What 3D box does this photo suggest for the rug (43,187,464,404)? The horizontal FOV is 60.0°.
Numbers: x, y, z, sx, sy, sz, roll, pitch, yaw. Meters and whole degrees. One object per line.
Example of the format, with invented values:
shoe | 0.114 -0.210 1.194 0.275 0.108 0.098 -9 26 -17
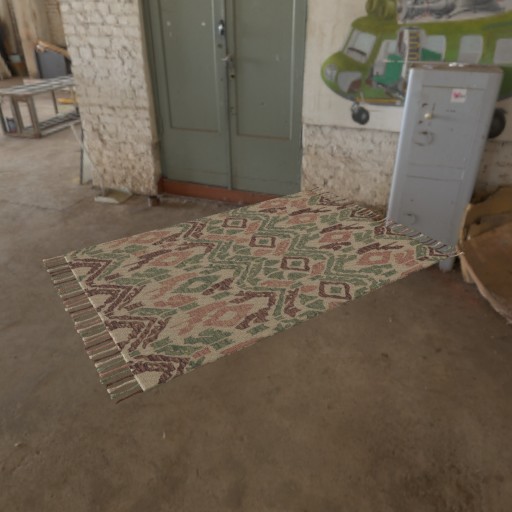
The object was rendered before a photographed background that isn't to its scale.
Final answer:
rug | 0.000 0.000 2.990 2.438 0.011 1.524 -18 34 -29
